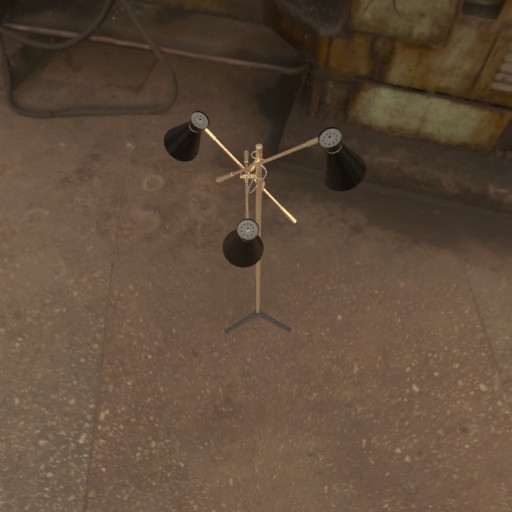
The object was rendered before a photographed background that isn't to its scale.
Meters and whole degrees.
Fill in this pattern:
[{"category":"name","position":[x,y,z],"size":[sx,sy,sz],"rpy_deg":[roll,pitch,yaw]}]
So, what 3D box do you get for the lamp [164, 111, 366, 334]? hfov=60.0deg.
[{"category":"lamp","position":[0.000,0.000,2.178],"size":[0.750,1.804,0.653],"rpy_deg":[-1,59,-1]}]
